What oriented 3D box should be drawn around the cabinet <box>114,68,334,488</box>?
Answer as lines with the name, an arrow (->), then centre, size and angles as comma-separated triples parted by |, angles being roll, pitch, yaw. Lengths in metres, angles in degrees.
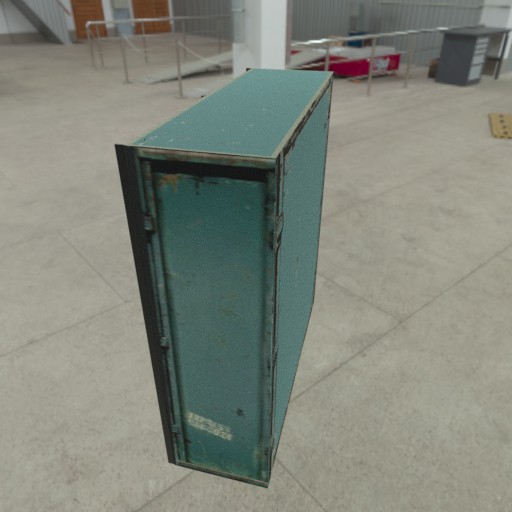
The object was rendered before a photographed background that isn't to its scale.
cabinet -> 0.000, 0.000, 3.136 | 0.680, 2.160, 2.000 | 8, 32, 13
